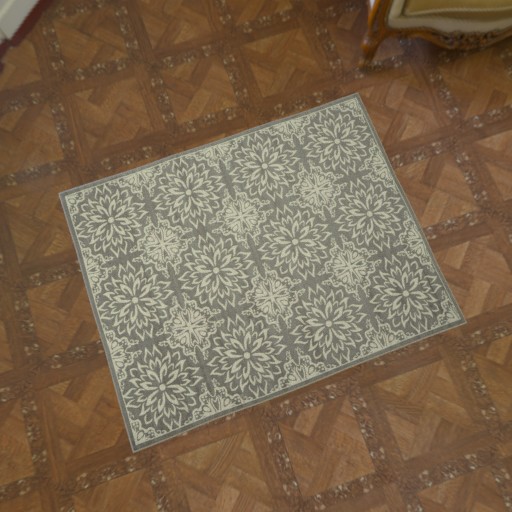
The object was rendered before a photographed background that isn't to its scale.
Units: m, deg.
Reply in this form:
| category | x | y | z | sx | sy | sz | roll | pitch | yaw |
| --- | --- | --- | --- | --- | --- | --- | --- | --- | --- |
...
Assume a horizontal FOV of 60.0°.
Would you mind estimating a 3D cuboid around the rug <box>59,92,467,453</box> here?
| category | x | y | z | sx | sy | sz | roll | pitch | yaw |
| --- | --- | --- | --- | --- | --- | --- | --- | --- | --- |
| rug | 0.000 | 0.000 | 3.925 | 2.980 | 0.012 | 2.363 | -20 | 78 | -4 |
